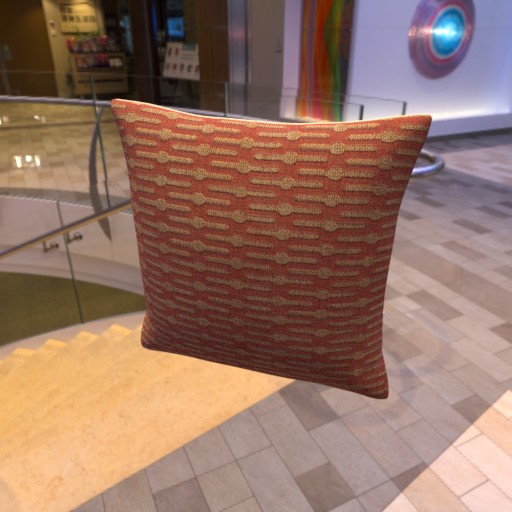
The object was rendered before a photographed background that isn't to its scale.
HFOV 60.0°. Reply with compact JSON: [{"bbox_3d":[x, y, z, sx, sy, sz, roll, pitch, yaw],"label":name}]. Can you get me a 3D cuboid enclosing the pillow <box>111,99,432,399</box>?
[{"bbox_3d":[0.000,0.000,0.776,0.511,0.503,0.182,8,27,16],"label":"pillow"}]
